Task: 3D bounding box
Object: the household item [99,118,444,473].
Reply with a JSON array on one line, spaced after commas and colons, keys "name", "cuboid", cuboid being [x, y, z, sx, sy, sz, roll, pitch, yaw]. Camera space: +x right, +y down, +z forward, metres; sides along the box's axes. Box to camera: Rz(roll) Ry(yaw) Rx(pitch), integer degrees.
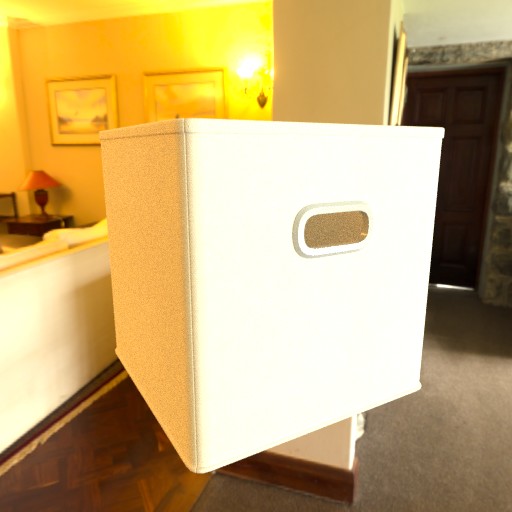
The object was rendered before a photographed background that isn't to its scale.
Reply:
[{"name": "household item", "cuboid": [0.000, 0.000, 0.557, 0.305, 0.305, 0.305, -8, 15, -29]}]
